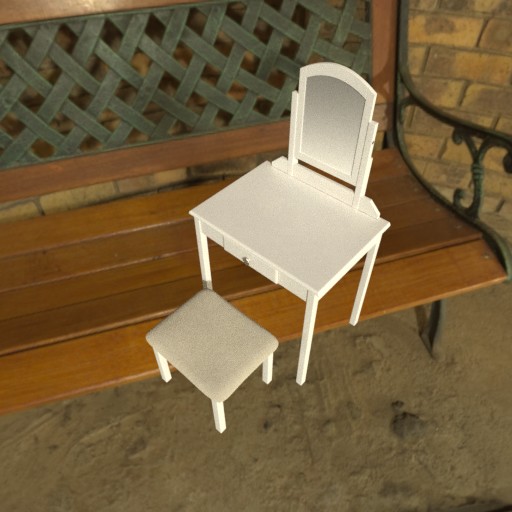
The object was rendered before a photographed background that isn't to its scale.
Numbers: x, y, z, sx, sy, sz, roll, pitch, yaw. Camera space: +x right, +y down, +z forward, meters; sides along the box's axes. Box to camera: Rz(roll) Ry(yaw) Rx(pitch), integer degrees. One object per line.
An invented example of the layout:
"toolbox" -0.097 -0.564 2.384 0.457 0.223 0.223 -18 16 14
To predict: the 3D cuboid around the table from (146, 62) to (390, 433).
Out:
"table" 0.000 0.000 2.319 0.876 1.631 1.211 33 54 27
